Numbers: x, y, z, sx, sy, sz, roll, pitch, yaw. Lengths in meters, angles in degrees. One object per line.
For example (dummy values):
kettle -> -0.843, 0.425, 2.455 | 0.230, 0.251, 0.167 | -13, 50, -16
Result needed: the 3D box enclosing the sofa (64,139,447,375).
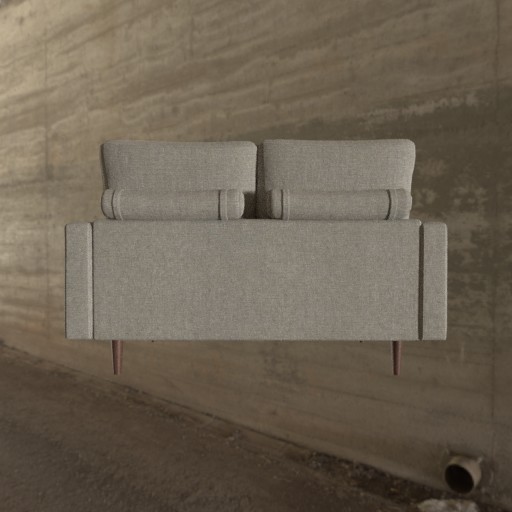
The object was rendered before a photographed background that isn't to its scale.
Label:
sofa -> 0.000, 0.000, 1.997 | 1.407, 0.907, 0.842 | 0, 1, 1
